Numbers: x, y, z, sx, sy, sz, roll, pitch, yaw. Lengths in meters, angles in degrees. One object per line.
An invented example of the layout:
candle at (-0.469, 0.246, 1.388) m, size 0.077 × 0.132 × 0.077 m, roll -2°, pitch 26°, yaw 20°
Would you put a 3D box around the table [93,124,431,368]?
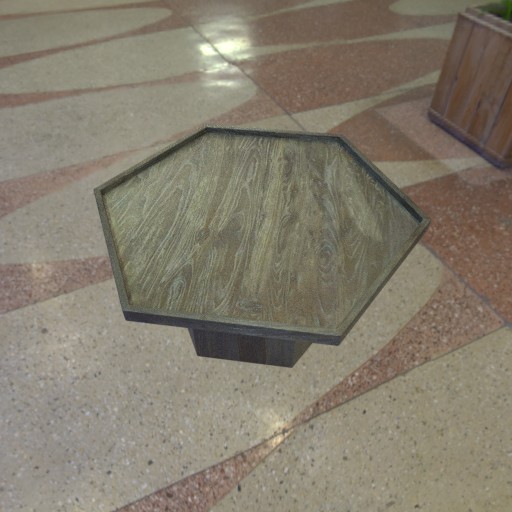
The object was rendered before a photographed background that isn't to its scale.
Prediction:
table at (0.000, 0.000, 1.622) m, size 0.966 × 0.488 × 1.115 m, roll -16°, pitch 47°, yaw -15°
